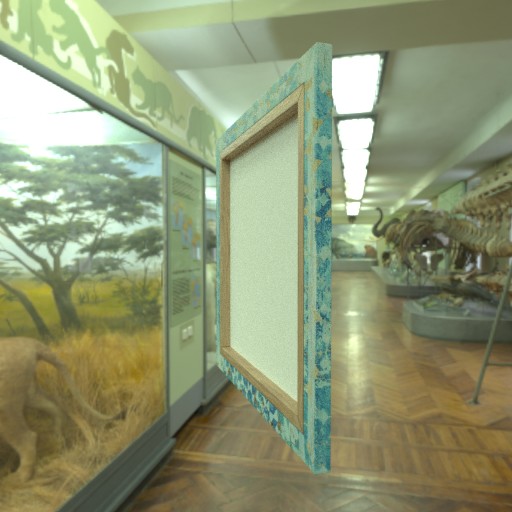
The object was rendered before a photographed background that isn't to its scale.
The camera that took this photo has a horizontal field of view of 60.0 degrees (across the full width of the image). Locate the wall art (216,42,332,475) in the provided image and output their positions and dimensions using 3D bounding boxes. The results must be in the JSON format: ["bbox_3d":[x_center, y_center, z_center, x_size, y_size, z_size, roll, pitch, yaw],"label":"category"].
[{"bbox_3d":[0.000,0.000,1.377,0.040,0.916,0.916,0,1,-18],"label":"wall art"}]
